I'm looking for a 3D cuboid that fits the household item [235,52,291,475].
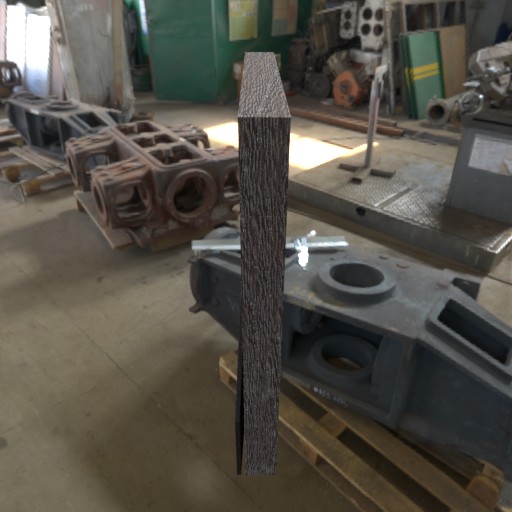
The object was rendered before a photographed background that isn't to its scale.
[{"bbox_3d":[0.000,0.000,0.234,0.020,0.180,0.133,0,32,0],"label":"household item"}]
